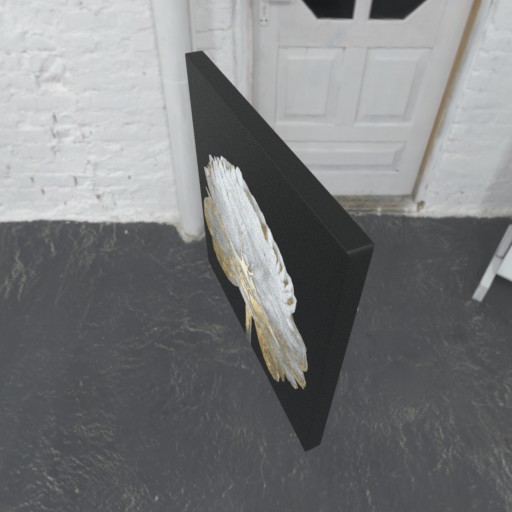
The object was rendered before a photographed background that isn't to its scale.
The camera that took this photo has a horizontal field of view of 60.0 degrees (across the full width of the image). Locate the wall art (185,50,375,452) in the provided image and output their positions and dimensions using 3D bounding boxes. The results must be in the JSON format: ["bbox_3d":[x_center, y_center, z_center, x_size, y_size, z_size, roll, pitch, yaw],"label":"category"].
[{"bbox_3d":[0.000,0.000,0.919,0.043,0.611,0.610,-18,49,-16],"label":"wall art"}]
